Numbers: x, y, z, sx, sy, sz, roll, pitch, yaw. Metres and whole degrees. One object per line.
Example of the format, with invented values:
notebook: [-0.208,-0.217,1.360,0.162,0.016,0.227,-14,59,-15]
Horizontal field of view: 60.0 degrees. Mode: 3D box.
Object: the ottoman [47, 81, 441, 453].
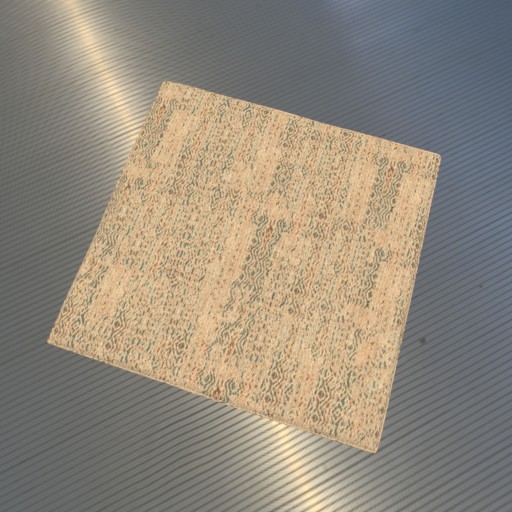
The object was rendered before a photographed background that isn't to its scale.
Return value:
ottoman: [0.000,0.000,1.518,1.004,0.356,0.968,17,74,5]
